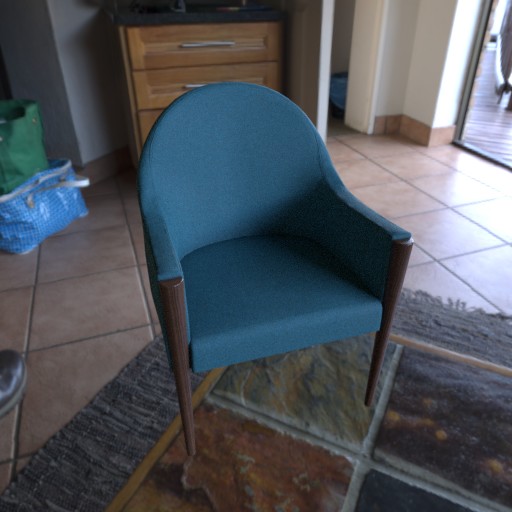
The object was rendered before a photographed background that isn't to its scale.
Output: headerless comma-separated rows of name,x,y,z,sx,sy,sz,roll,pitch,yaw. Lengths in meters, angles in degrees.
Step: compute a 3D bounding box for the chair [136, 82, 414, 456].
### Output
chair,0.000,0.000,1.361,0.656,0.907,0.652,-9,33,-15
